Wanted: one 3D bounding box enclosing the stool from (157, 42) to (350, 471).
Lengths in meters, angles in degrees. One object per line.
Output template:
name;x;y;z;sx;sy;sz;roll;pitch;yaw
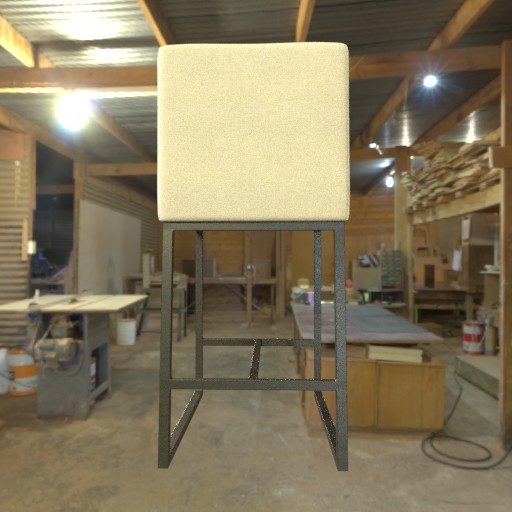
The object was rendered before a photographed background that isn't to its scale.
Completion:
stool;0.000;0.000;1.279;0.459;0.971;0.567;0;0;2
